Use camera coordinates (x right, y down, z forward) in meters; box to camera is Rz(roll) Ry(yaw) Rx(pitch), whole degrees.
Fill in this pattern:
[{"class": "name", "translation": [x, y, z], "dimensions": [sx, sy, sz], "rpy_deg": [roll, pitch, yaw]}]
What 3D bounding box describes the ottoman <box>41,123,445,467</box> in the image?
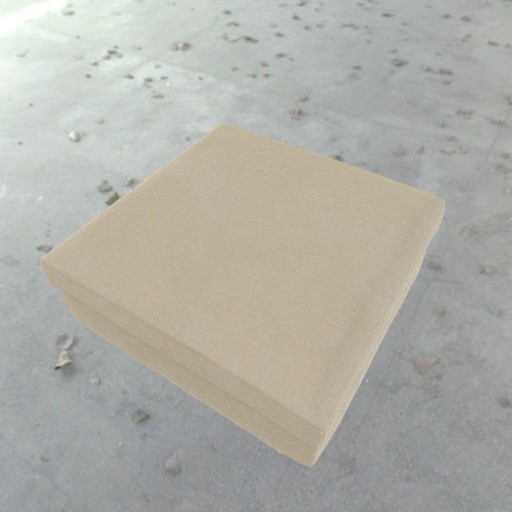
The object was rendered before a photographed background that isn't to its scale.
[{"class": "ottoman", "translation": [0.000, 0.000, 1.877], "dimensions": [1.205, 0.522, 1.190], "rpy_deg": [25, 52, 22]}]
